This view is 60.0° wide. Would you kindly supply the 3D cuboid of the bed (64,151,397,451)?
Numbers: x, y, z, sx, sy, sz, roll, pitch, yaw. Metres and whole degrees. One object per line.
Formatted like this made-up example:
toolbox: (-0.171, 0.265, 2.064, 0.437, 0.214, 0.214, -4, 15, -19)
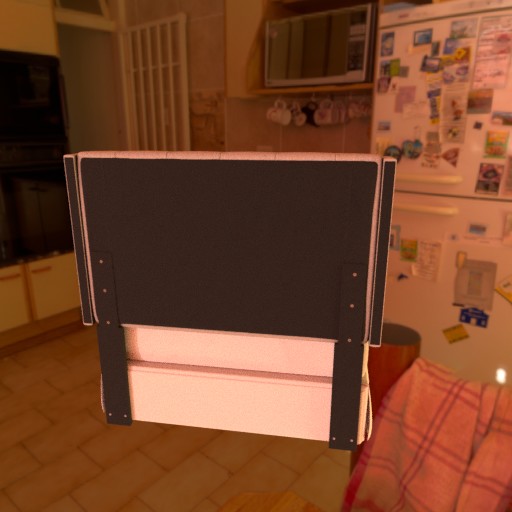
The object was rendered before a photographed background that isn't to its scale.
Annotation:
bed: (0.000, 0.000, 3.399, 1.719, 1.665, 2.066, 3, 17, 9)
